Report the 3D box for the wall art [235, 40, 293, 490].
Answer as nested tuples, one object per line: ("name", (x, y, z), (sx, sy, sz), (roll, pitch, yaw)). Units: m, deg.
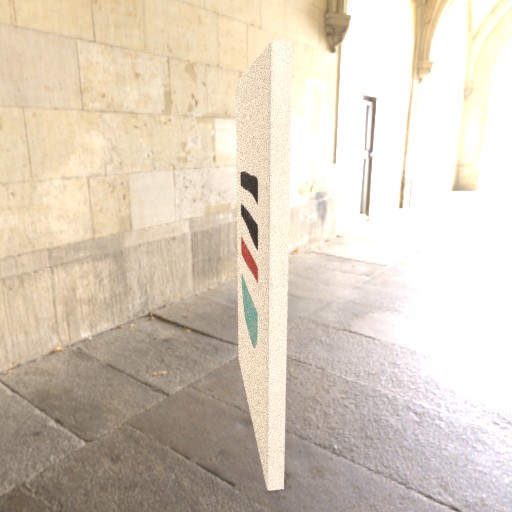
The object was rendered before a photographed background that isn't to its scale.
("wall art", (0.000, 0.000, 1.154), (0.038, 0.912, 0.607), (-2, 15, -8))
